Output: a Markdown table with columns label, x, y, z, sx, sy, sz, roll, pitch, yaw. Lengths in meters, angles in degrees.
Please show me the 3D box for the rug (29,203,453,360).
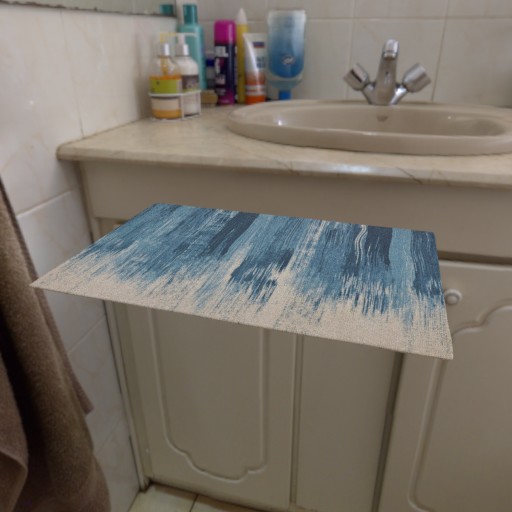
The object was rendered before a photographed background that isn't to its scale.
| label | x | y | z | sx | sy | sz | roll | pitch | yaw |
| --- | --- | --- | --- | --- | --- | --- | --- | --- | --- |
| rug | 0.000 | 0.000 | 2.331 | 1.836 | 0.009 | 1.232 | 7 | 27 | 15 |
